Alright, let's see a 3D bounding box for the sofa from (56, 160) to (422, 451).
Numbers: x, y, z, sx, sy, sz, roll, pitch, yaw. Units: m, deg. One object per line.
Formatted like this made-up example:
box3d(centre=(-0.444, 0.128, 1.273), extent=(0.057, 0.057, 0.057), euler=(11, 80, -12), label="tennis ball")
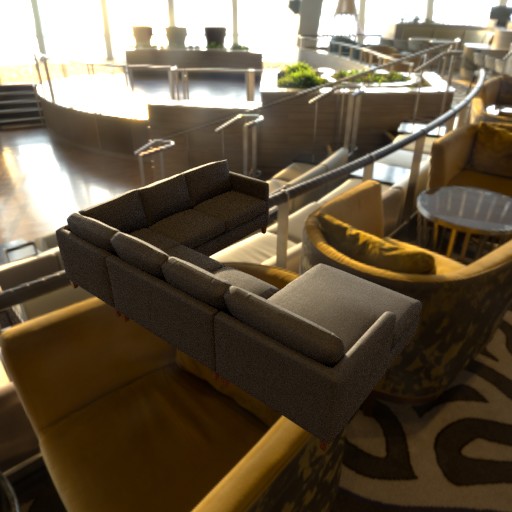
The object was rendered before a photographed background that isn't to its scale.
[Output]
box3d(centre=(0.000, 0.000, 4.729), extent=(3.460, 0.961, 2.594), euler=(22, 37, 33), label="sofa")
